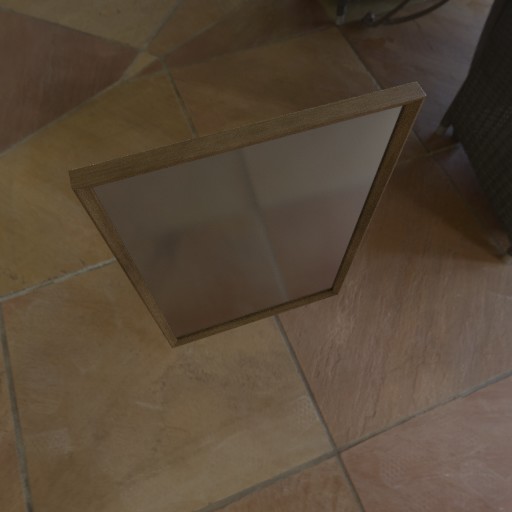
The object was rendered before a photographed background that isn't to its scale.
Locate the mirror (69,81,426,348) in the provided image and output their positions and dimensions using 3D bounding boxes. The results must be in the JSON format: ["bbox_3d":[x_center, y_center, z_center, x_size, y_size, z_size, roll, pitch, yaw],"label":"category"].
[{"bbox_3d":[0.000,0.000,1.138,0.609,0.915,0.041,-17,64,-8],"label":"mirror"}]
